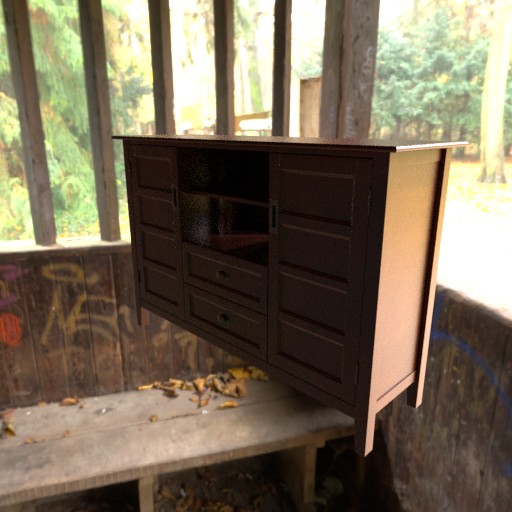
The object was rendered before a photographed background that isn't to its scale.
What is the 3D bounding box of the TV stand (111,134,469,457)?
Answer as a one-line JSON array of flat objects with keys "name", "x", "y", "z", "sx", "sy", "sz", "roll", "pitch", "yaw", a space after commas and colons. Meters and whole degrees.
[{"name": "TV stand", "x": 0.000, "y": 0.000, "z": 1.778, "sx": 1.372, "sy": 0.915, "sz": 0.445, "roll": 16, "pitch": 23, "yaw": 43}]
